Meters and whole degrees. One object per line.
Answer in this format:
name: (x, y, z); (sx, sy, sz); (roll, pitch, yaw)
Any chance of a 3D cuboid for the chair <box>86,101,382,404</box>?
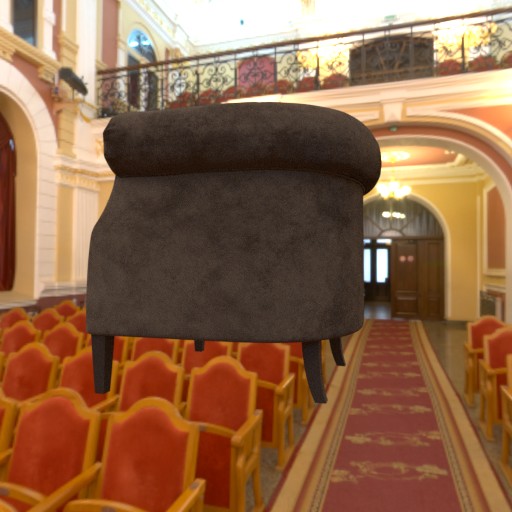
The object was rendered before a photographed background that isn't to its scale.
chair: (0.000, 0.000, 1.552); (0.851, 0.826, 0.904); (0, -2, 17)
